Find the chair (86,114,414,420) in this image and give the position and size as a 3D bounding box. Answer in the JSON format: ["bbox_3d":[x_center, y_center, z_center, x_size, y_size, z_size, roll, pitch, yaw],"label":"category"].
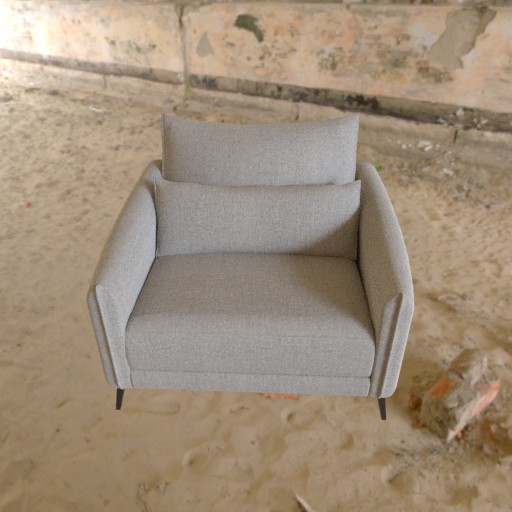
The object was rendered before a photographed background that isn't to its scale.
[{"bbox_3d":[0.000,0.000,1.625,1.029,0.856,0.801,1,31,2],"label":"chair"}]
